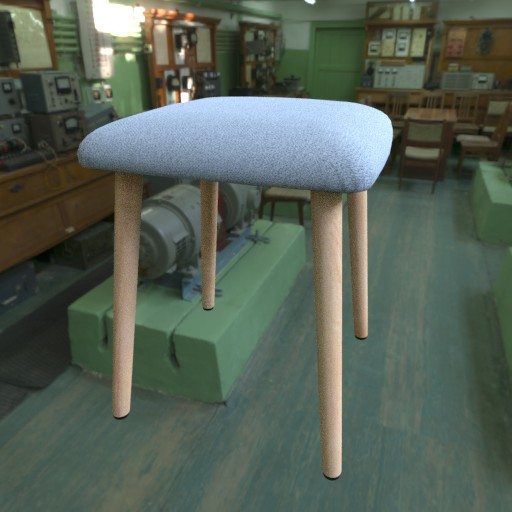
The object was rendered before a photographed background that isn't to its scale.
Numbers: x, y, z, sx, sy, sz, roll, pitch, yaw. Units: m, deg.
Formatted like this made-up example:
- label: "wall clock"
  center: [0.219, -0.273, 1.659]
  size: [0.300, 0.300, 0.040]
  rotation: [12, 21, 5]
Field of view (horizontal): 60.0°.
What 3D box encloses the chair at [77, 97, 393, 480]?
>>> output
- label: "chair"
  center: [0.000, 0.000, 0.669]
  size: [0.350, 0.440, 0.350]
  rotation: [8, 27, 17]
